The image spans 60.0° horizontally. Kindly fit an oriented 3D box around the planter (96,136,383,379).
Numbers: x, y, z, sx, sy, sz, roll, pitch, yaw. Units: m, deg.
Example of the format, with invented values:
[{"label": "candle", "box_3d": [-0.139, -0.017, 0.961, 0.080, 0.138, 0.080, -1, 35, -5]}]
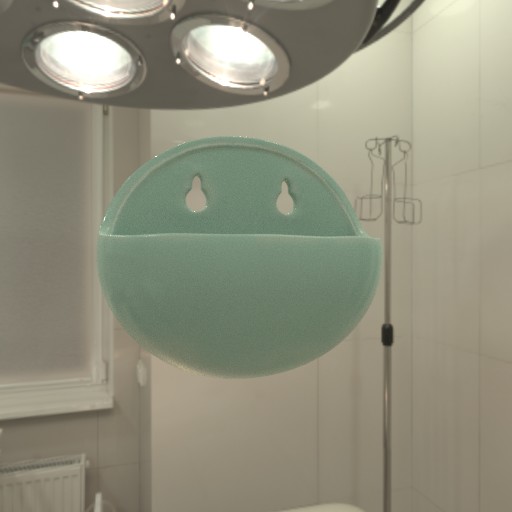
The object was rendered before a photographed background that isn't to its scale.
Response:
[{"label": "planter", "box_3d": [0.000, 0.000, 0.275, 0.189, 0.164, 0.073, 0, 0, -17]}]
